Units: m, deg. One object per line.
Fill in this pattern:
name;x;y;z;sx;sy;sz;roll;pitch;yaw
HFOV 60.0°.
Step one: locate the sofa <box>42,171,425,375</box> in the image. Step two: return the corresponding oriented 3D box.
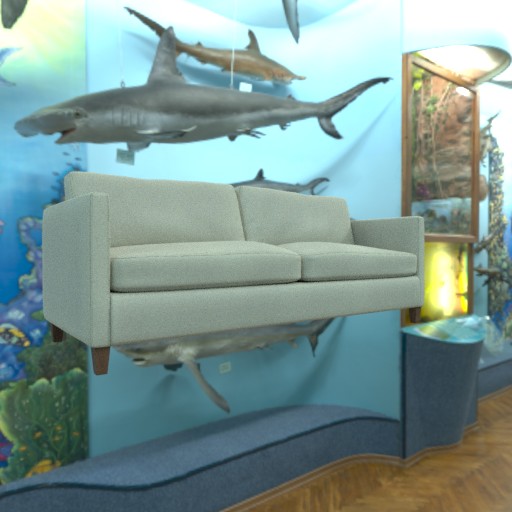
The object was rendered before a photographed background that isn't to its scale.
sofa;0.000;0.000;2.844;2.361;0.968;0.951;-1;1;-36
